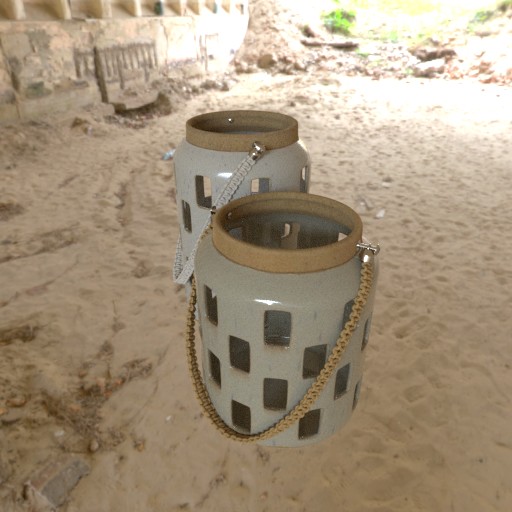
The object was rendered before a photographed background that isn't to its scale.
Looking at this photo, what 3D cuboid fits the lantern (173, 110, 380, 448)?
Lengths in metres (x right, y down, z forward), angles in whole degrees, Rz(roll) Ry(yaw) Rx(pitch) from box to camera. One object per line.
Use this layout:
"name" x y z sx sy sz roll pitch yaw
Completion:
"lantern" 0.000 0.000 0.492 0.184 0.255 0.347 -7 30 -13
